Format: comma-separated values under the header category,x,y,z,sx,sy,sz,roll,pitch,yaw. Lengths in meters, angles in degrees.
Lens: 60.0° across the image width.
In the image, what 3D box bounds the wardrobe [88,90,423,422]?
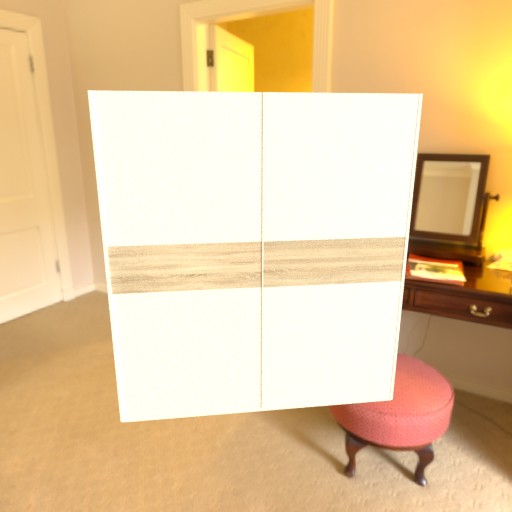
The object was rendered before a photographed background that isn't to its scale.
category,x,y,z,sx,sy,sz,roll,pitch,yaw
wardrobe,0.000,0.000,2.967,1.830,2.020,0.600,-2,16,-7
